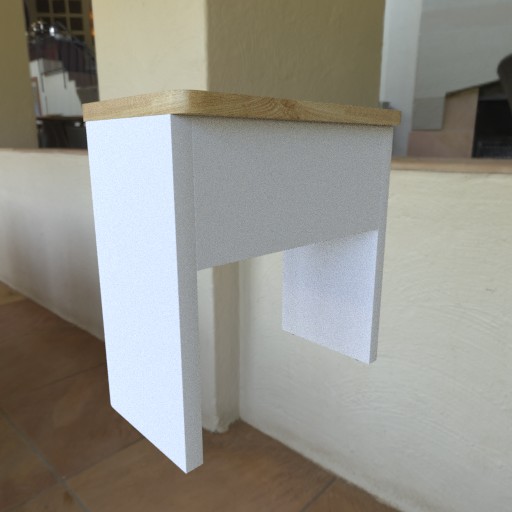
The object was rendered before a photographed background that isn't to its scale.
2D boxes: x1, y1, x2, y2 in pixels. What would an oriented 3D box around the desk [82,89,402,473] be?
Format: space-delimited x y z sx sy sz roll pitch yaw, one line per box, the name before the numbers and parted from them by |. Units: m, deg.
desk | 0.000 0.000 1.247 0.760 0.790 0.440 -13 19 -42
